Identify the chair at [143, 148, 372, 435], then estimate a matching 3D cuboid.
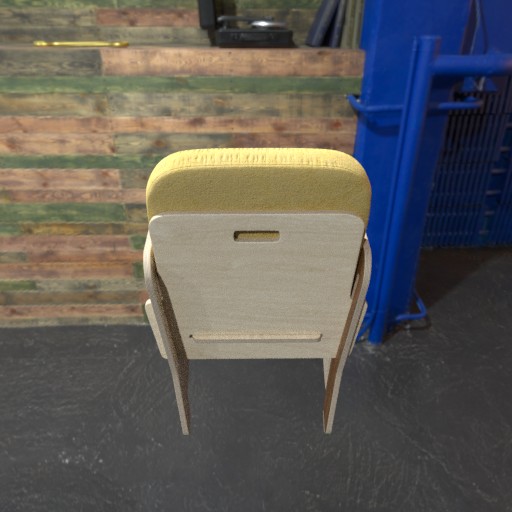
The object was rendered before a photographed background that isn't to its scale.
[{"bbox_3d":[0.000,0.000,1.290,0.590,0.800,0.710,0,29,-1],"label":"chair"}]
